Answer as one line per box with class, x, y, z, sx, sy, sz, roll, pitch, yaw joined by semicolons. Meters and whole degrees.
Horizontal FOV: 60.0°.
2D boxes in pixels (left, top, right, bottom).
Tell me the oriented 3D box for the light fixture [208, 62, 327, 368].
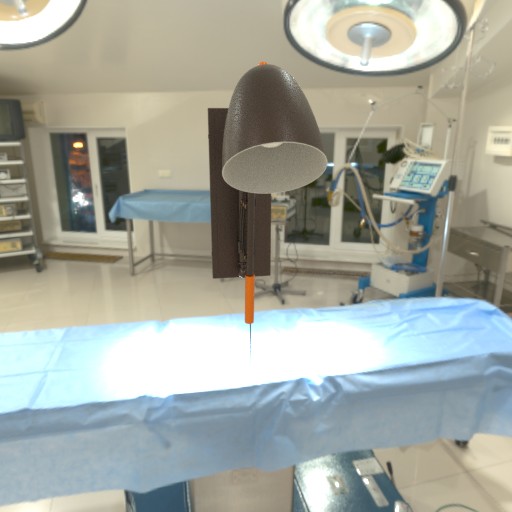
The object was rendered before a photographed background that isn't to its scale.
light fixture;0.000;0.000;0.908;0.162;0.715;0.499;-3;17;-9
